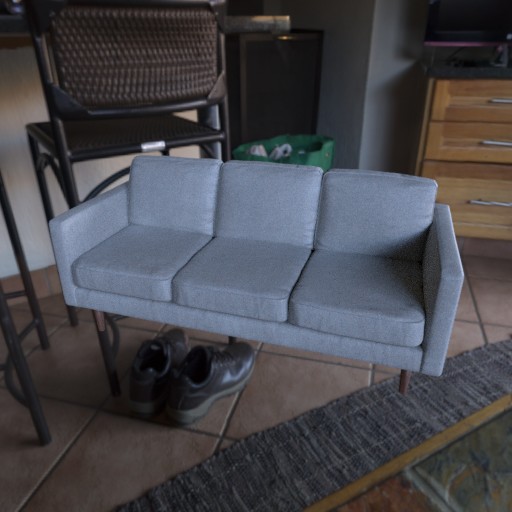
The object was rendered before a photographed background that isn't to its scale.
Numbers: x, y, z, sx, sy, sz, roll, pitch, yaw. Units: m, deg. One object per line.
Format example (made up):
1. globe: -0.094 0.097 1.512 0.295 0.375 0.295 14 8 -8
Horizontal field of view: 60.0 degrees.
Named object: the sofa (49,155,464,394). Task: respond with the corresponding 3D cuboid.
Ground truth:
1. sofa: 0.000 0.000 2.470 1.983 0.918 0.944 8 27 16
